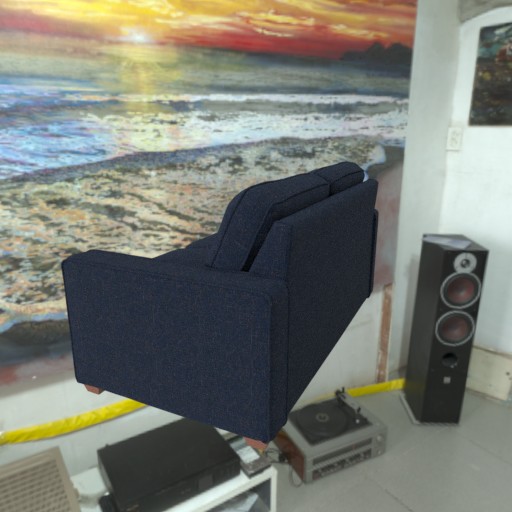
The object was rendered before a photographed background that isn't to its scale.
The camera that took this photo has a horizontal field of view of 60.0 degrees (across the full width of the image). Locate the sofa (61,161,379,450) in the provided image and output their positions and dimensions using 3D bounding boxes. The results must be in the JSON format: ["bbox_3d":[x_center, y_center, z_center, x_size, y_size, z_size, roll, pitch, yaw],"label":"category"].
[{"bbox_3d":[0.000,0.000,2.325,0.947,0.918,1.709,8,18,25],"label":"sofa"}]
